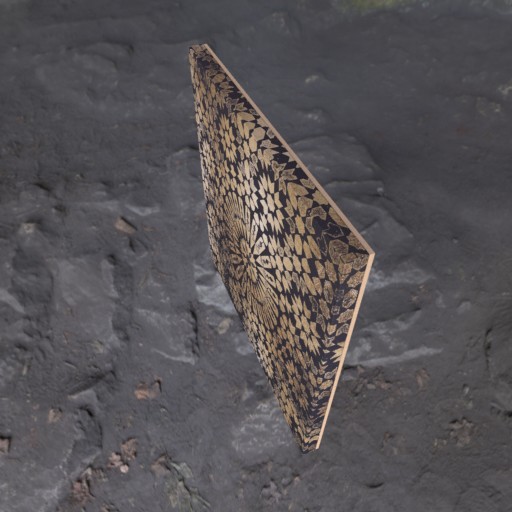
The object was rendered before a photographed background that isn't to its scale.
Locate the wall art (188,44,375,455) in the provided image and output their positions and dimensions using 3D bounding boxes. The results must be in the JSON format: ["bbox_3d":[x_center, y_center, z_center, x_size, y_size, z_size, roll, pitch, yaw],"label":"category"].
[{"bbox_3d":[0.000,0.000,0.905,0.038,0.612,0.612,-17,50,-15],"label":"wall art"}]
